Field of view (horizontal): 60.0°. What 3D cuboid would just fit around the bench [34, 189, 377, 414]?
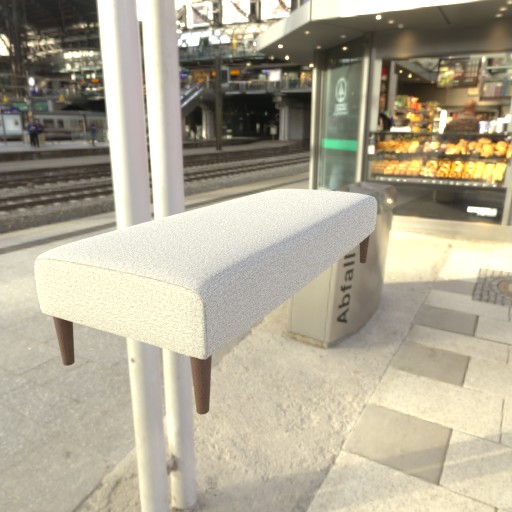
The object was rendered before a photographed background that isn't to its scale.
[{"bbox_3d":[0.000,0.000,1.841,0.631,0.383,1.598,9,18,27],"label":"bench"}]
